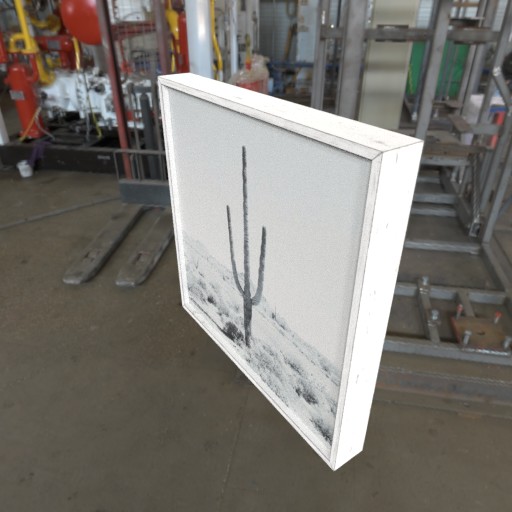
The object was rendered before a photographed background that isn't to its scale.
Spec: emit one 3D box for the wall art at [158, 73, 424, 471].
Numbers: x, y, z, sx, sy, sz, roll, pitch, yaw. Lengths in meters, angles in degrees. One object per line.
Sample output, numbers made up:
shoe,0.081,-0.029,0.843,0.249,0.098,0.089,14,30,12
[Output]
wall art,0.000,0.000,0.449,0.038,0.305,0.305,-20,37,-30
